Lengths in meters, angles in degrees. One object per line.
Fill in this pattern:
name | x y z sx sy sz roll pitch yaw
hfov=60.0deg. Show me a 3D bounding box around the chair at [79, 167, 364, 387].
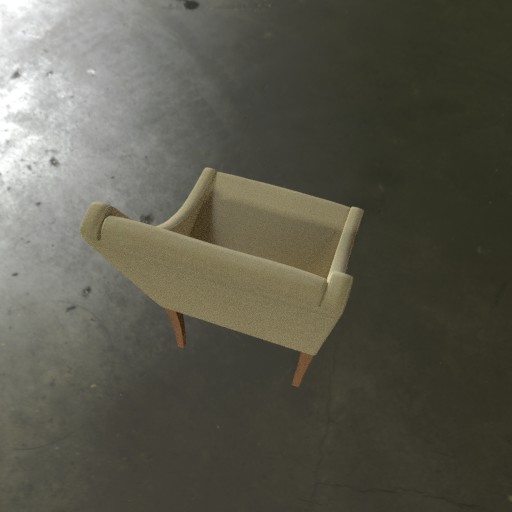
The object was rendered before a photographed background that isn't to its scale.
chair | 0.000 0.000 1.383 0.575 1.021 0.611 16 64 8
